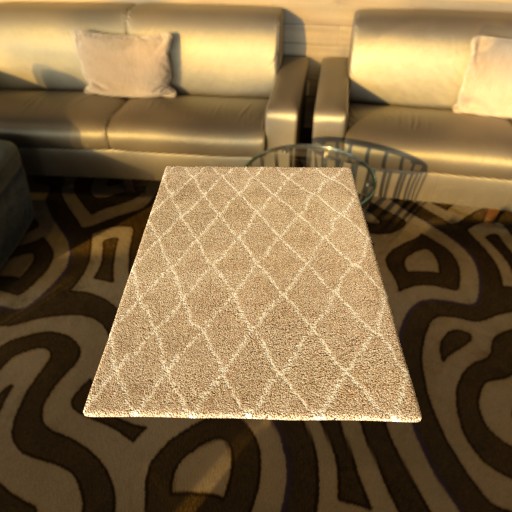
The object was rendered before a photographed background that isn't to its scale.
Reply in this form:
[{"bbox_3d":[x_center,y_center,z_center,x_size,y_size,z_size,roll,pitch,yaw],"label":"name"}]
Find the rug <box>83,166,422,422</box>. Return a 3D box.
[{"bbox_3d":[0.000,0.000,2.259,1.219,0.030,1.778,1,41,1],"label":"rug"}]
